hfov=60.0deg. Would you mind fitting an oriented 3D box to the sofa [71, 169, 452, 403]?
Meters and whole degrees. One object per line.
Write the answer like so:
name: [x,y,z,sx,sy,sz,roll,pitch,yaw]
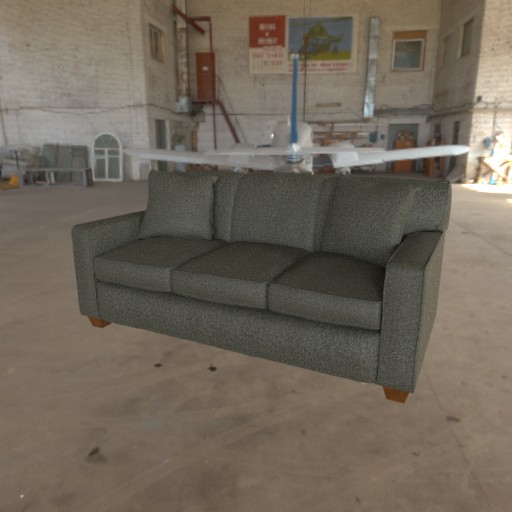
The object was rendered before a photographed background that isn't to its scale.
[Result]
sofa: [0.000,0.000,2.635,2.024,0.958,0.997,7,16,26]
